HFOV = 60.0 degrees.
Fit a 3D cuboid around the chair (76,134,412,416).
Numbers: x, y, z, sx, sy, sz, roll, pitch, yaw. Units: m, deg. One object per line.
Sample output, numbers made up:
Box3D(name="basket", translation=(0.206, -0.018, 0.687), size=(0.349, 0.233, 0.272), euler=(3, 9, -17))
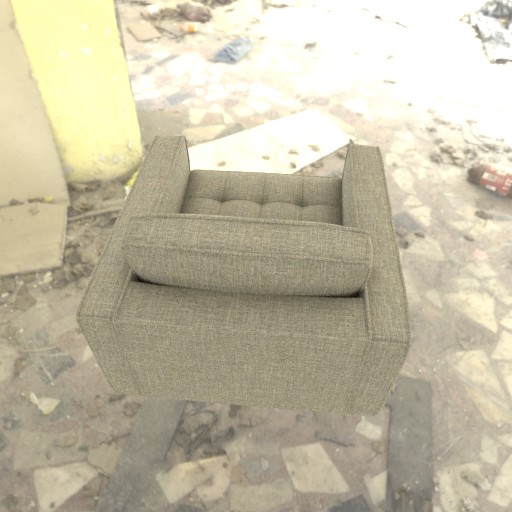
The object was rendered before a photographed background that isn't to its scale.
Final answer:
Box3D(name="chair", translation=(0.000, 0.000, 1.564), size=(0.889, 0.765, 0.914), euler=(4, 47, 4))
